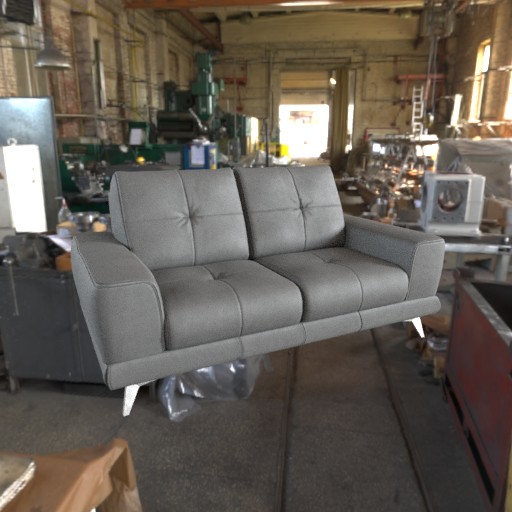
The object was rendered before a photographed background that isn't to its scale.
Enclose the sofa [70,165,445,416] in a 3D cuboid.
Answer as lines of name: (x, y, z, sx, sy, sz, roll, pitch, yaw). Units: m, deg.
sofa: (0.000, 0.000, 2.391, 1.806, 0.907, 1.018, -7, 17, -26)
